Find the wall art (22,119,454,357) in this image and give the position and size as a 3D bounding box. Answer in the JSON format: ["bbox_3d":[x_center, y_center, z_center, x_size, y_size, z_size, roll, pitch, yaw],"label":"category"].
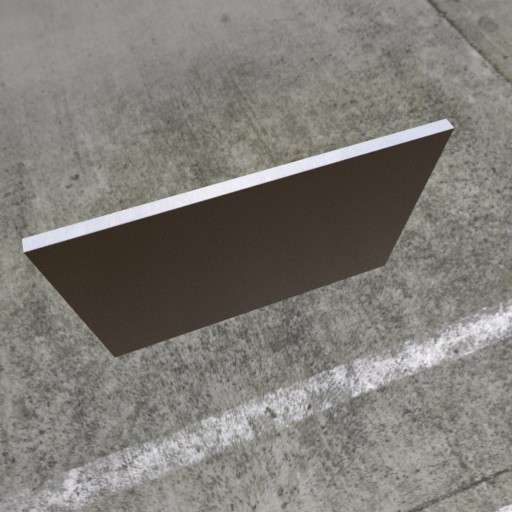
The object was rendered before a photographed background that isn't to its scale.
[{"bbox_3d":[0.000,0.000,1.448,1.145,0.762,0.041,-18,61,-10],"label":"wall art"}]
